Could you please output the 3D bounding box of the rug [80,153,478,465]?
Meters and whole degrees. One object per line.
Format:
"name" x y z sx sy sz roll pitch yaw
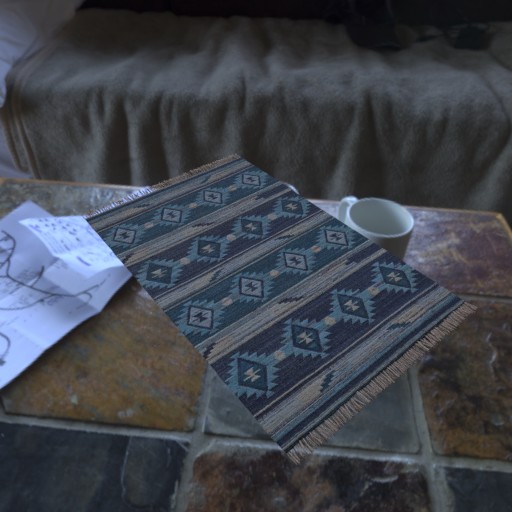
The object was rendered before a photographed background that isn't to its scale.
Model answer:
"rug" 0.000 0.000 2.401 1.181 0.028 1.936 -28 49 -28
